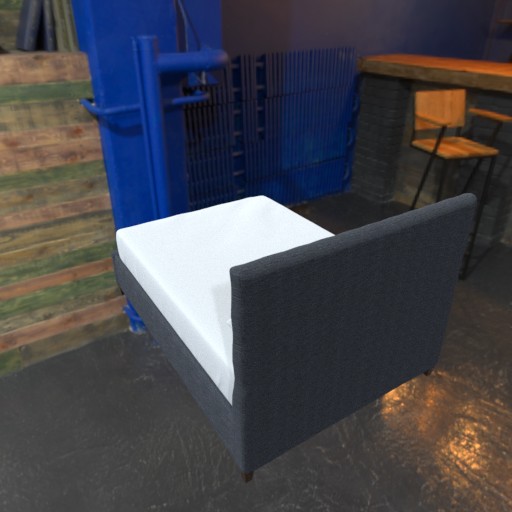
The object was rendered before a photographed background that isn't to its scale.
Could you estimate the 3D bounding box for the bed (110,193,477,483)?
[{"bbox_3d":[0.000,0.000,3.459,1.698,1.427,2.387,-17,34,-28],"label":"bed"}]
